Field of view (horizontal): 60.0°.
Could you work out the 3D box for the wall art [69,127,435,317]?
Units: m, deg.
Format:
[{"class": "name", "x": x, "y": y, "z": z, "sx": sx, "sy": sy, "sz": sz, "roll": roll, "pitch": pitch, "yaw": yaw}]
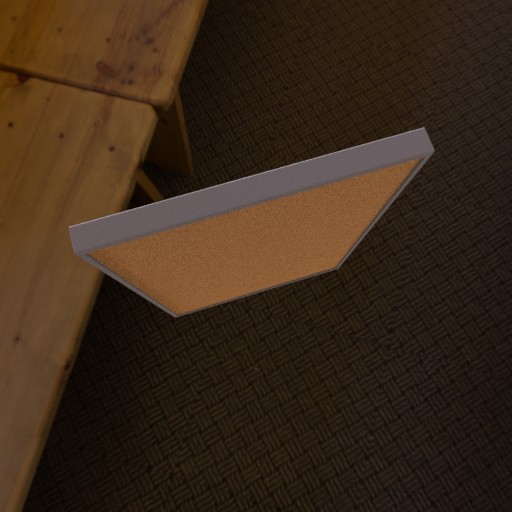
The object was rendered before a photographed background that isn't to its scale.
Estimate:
[{"class": "wall art", "x": 0.000, "y": 0.000, "z": 0.970, "sx": 0.511, "sy": 0.753, "sz": 0.039, "roll": -16, "pitch": 76, "yaw": -4}]
